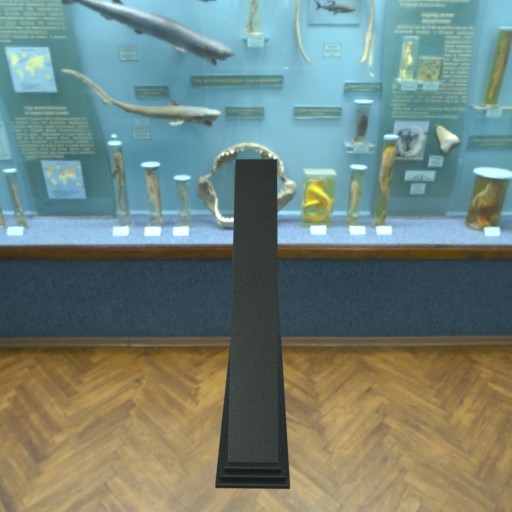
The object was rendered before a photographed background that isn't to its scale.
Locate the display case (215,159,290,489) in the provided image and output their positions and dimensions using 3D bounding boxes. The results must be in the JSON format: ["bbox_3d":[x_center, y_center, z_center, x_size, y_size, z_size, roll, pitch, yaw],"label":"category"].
[{"bbox_3d":[0.000,0.000,0.772,0.095,0.340,0.640,0,27,1],"label":"display case"}]
